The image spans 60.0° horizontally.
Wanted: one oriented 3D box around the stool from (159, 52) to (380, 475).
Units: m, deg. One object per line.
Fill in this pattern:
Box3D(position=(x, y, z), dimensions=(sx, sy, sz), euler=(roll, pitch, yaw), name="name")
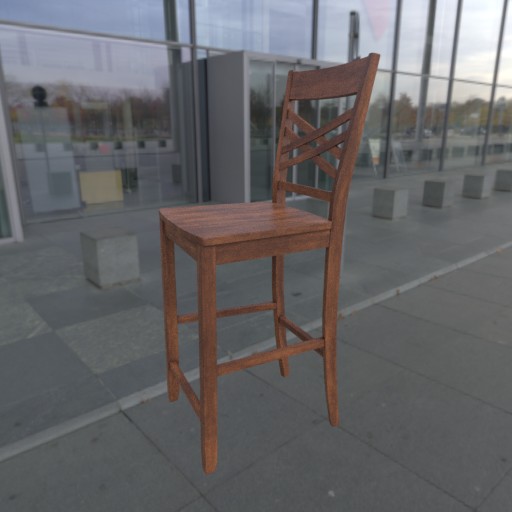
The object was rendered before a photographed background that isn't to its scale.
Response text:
Box3D(position=(0.000, 0.000, 1.332), dimensions=(0.504, 1.098, 0.426), euler=(-8, 18, -24), name="stool")
